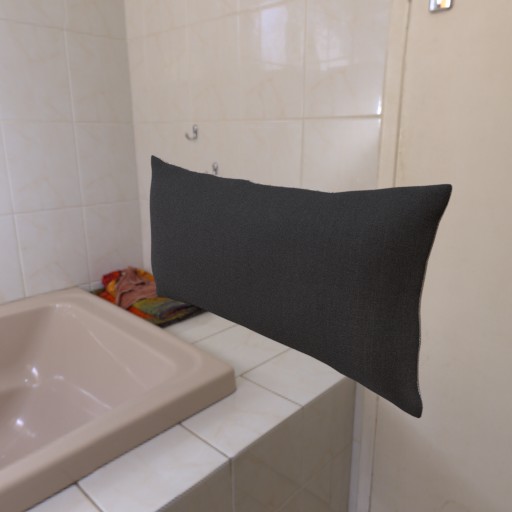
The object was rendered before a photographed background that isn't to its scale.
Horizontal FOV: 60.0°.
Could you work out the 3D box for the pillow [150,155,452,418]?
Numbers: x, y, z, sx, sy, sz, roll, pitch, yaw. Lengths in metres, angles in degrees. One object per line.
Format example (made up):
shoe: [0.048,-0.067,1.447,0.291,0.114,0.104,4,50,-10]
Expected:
pillow: [0.000,0.000,0.730,0.151,0.305,0.609,-15,21,-43]
